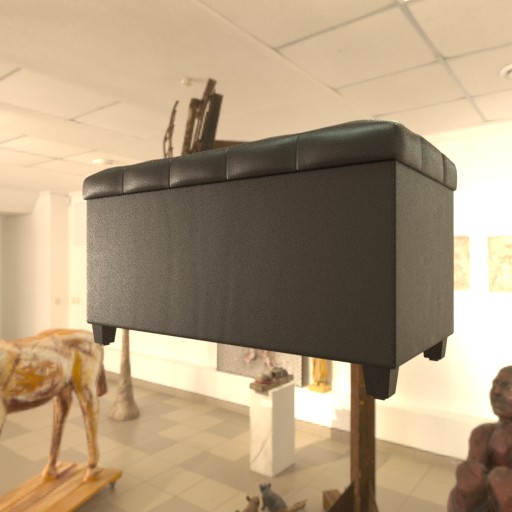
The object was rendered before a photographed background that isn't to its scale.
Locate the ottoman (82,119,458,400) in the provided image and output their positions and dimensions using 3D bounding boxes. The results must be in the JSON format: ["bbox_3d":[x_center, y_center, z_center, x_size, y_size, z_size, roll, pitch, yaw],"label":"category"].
[{"bbox_3d":[0.000,0.000,1.082,0.838,0.470,0.432,0,0,36],"label":"ottoman"}]
